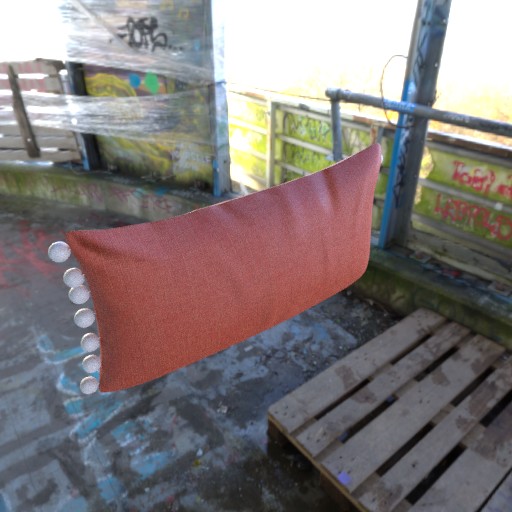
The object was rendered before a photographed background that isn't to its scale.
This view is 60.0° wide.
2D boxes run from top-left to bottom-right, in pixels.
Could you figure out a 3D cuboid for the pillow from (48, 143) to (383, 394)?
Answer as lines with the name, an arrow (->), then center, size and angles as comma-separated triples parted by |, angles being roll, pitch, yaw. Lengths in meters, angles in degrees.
pillow -> 0.000, 0.000, 0.841 | 0.709, 0.322, 0.201 | -21, 36, -31
